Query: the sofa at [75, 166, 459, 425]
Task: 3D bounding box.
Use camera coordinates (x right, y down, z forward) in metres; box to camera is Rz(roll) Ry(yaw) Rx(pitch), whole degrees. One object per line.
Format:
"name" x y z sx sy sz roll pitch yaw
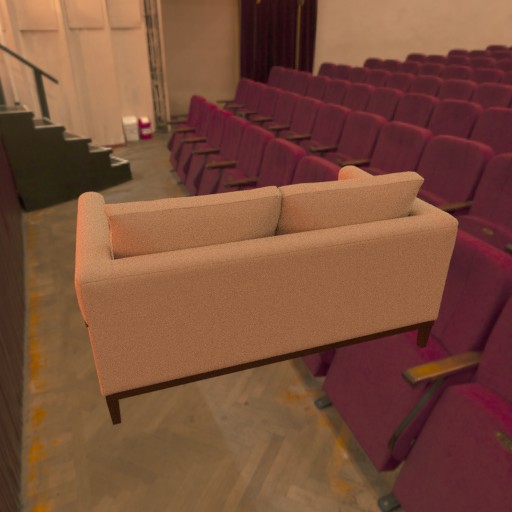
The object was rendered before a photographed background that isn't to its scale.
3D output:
"sofa" 0.000 0.000 2.180 1.598 0.873 0.905 -9 28 -17
